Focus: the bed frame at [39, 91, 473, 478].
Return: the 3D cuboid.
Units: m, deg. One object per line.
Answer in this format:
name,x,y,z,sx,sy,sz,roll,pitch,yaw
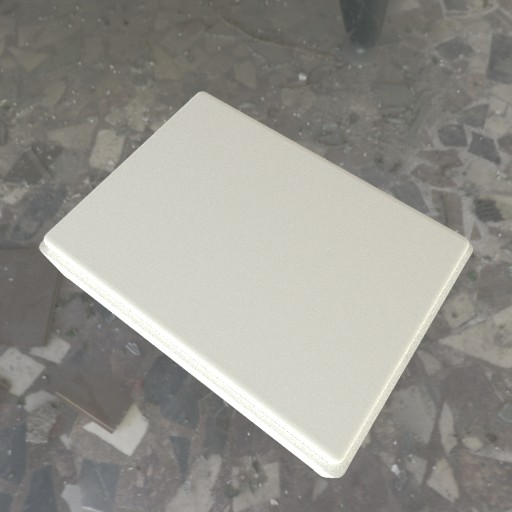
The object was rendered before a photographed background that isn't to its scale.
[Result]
bed frame,0.000,0.000,2.477,1.900,0.406,1.400,33,68,15
